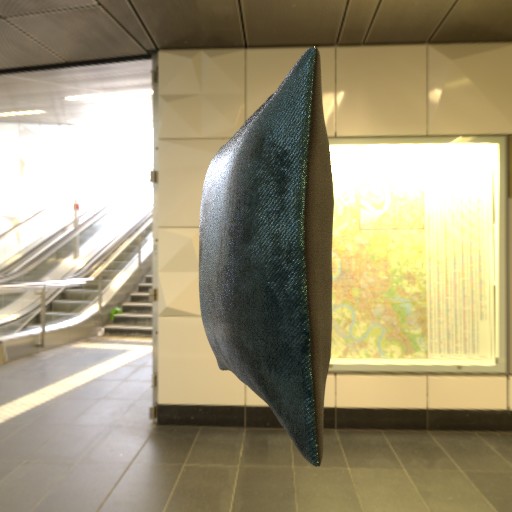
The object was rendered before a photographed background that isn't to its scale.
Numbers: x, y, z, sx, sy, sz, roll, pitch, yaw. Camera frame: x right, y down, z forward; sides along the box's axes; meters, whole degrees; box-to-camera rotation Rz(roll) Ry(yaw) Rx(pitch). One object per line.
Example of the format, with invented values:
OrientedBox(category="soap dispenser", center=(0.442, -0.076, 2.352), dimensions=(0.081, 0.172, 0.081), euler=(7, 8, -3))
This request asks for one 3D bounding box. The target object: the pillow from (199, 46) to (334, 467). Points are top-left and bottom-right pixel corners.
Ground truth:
OrientedBox(category="pillow", center=(0.000, 0.000, 0.642), dimensions=(0.138, 0.430, 0.436), euler=(0, 0, -17))
